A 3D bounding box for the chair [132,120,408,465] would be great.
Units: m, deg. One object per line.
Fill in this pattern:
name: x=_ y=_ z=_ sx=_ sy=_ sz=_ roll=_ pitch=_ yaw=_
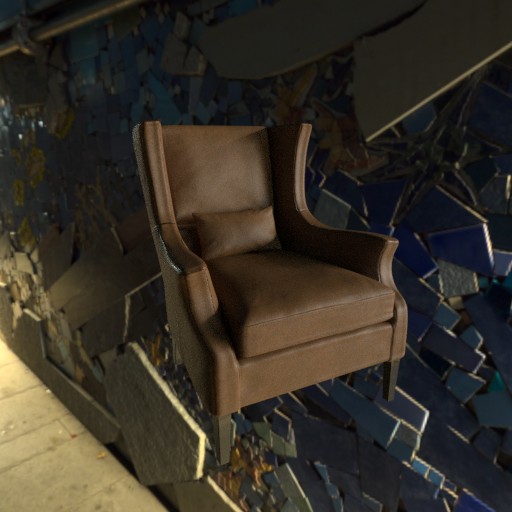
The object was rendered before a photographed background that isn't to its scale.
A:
chair: x=0.000 y=0.000 z=1.739 sx=0.852 sy=1.016 sz=0.925 roll=-8 pitch=17 yaw=-28
